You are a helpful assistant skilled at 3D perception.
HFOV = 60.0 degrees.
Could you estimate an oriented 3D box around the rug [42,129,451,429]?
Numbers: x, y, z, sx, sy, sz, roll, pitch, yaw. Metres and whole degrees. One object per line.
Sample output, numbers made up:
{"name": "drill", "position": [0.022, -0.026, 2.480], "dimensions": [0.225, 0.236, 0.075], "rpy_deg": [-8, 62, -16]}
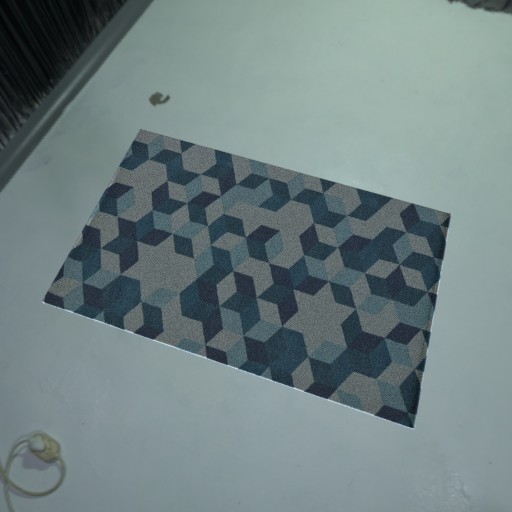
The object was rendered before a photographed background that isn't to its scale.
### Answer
{"name": "rug", "position": [0.000, 0.000, 3.031], "dimensions": [2.438, 0.015, 1.518], "rpy_deg": [17, 66, 8]}
